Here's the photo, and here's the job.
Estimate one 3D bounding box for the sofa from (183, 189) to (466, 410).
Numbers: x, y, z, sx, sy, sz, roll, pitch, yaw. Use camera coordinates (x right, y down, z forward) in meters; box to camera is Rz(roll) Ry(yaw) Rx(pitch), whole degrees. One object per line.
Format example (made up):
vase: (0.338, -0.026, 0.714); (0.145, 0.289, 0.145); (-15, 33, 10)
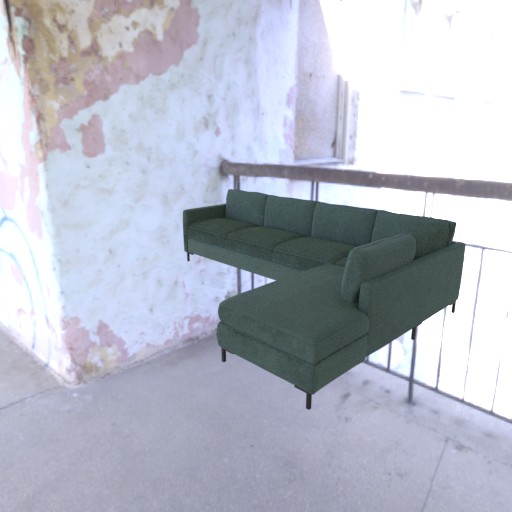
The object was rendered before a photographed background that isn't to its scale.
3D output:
sofa: (0.000, 0.000, 3.371); (1.707, 0.687, 2.486); (-15, 22, -42)
